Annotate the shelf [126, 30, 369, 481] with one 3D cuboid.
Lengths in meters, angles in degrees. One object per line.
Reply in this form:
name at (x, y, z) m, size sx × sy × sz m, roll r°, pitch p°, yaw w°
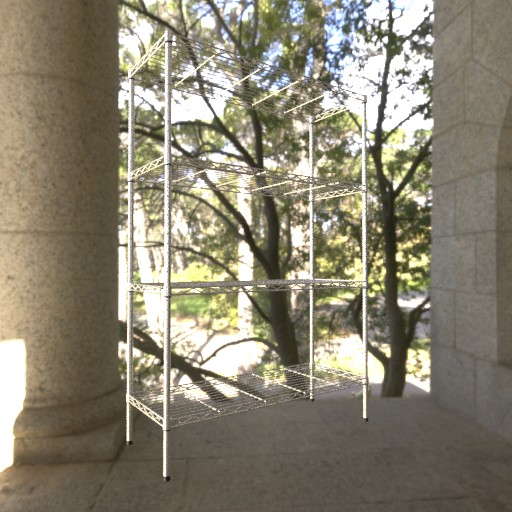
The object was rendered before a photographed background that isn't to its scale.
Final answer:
shelf at (0.000, 0.000, 1.731) m, size 0.907 × 1.360 × 0.352 m, roll 1°, pitch -1°, yaw -35°
